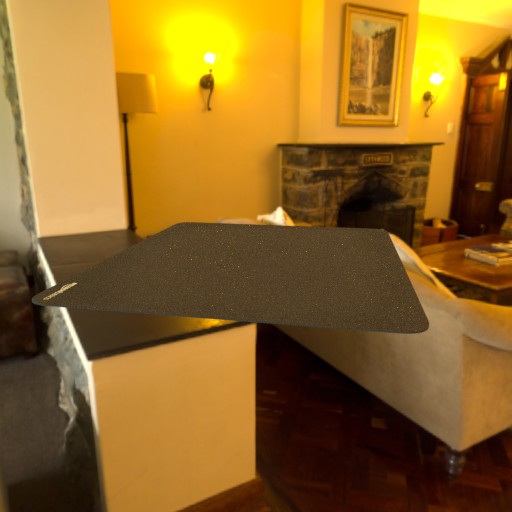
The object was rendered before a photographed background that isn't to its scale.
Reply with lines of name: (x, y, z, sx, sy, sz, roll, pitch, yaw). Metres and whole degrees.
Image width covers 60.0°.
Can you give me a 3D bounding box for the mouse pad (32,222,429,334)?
mouse pad: (0.000, 0.000, 0.621, 0.393, 0.002, 0.451, 3, 15, 11)
